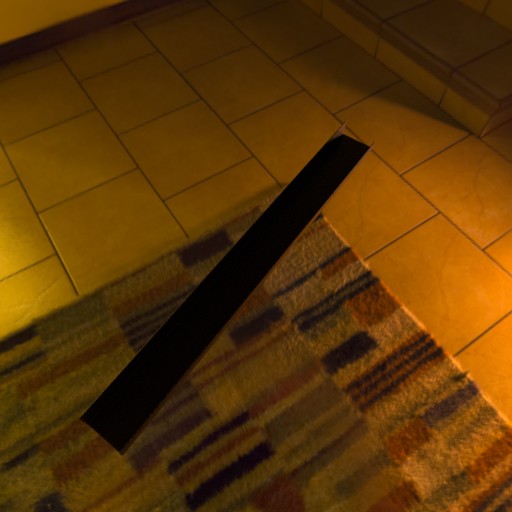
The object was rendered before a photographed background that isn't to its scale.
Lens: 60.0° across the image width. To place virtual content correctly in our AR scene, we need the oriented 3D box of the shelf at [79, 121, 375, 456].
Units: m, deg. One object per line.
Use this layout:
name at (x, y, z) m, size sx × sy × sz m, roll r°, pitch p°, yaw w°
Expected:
shelf at (0.000, 0.000, 0.972) m, size 0.092 × 0.049 × 0.924 m, roll 32°, pitch 64°, yaw 18°
